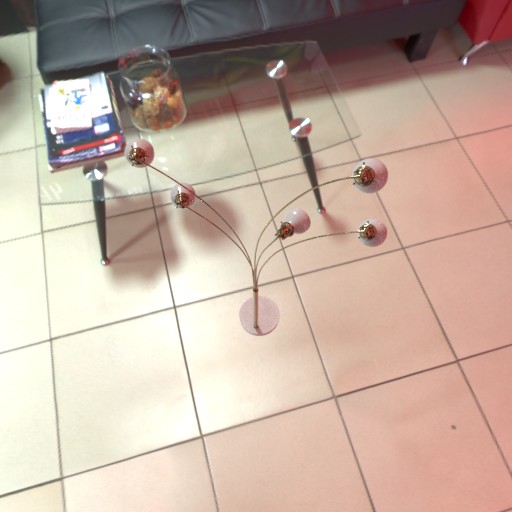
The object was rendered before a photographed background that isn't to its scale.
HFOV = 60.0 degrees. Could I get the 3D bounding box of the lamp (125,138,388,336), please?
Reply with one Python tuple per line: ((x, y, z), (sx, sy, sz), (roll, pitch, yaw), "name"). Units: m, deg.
((0.000, 0.000, 2.912), (1.405, 2.423, 0.361), (16, 65, 8), "lamp")
